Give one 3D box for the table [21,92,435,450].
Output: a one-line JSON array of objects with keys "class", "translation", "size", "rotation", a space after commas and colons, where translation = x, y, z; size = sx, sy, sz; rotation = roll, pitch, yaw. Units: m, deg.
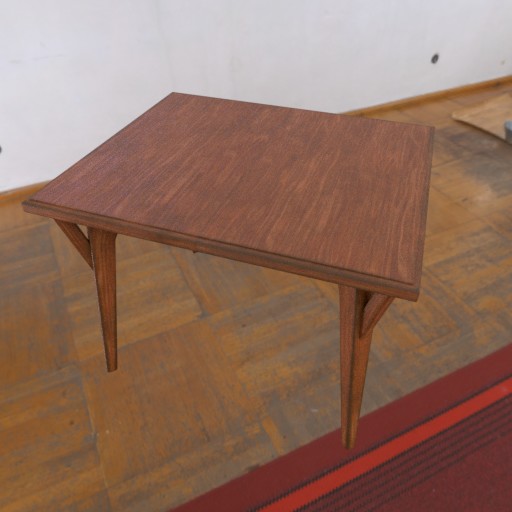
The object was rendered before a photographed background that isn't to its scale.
[{"class": "table", "translation": [0.000, 0.000, 1.560], "size": [0.991, 0.761, 0.838], "rotation": [13, 42, 15]}]
